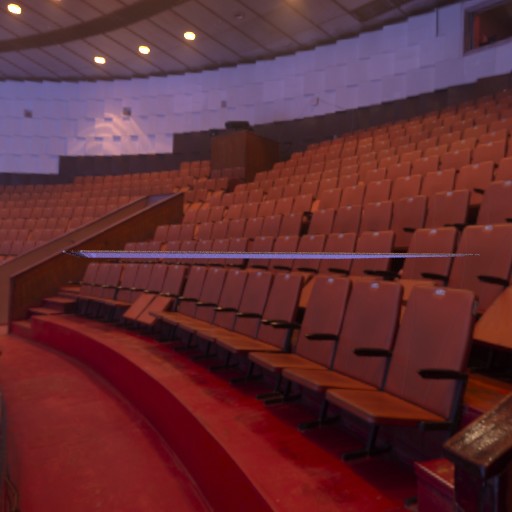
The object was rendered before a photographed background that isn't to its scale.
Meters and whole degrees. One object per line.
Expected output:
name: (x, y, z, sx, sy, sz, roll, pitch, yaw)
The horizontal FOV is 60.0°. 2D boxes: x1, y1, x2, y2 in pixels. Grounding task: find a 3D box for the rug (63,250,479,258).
rug: (0.000, 0.000, 2.353, 1.802, 0.008, 1.247, 0, -1, -20)
